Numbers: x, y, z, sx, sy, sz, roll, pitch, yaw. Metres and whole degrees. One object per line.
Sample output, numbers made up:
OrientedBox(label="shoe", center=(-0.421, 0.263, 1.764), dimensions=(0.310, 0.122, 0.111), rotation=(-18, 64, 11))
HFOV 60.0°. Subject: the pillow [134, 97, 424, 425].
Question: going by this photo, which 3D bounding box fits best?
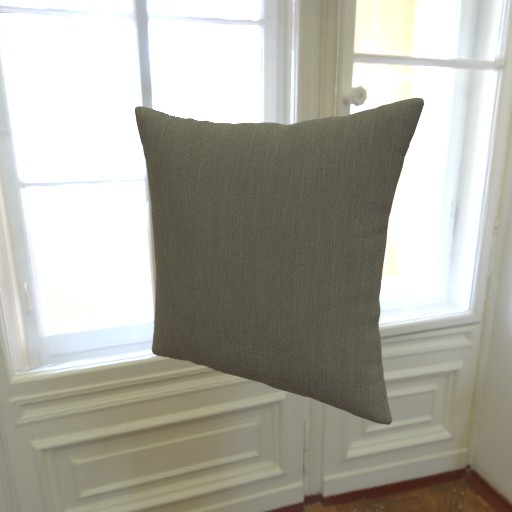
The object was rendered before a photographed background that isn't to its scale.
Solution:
OrientedBox(label="pillow", center=(0.000, 0.000, 0.776), dimensions=(0.511, 0.509, 0.161), rotation=(9, 18, 27))
